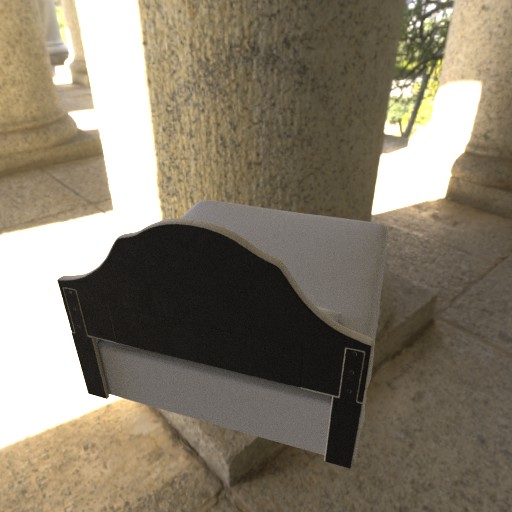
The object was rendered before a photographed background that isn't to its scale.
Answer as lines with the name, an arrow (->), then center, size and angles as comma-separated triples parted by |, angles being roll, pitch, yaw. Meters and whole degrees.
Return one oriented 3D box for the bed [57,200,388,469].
bed -> 0.000, 0.000, 3.466 | 2.012, 1.555, 2.086 | 10, 32, 16
